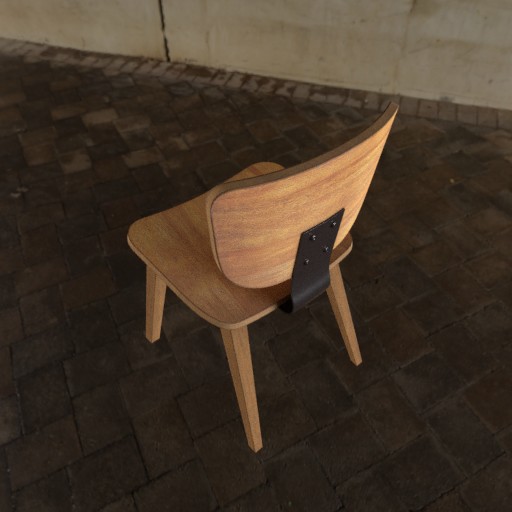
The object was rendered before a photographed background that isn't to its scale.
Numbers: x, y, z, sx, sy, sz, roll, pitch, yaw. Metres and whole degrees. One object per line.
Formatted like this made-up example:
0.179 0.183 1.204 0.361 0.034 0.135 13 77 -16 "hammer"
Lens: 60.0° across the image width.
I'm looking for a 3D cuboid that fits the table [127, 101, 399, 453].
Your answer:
0.000 0.000 1.092 0.499 0.805 0.500 -31 54 -26 "table"
